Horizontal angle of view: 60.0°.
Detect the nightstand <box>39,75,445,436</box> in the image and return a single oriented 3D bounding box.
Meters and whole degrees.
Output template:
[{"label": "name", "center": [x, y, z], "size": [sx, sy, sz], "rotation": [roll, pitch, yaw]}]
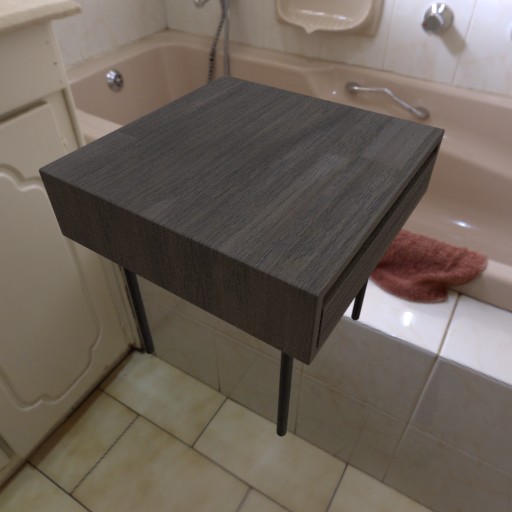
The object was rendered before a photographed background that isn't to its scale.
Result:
[{"label": "nightstand", "center": [0.000, 0.000, 0.923], "size": [0.503, 0.497, 0.502], "rotation": [24, 47, 24]}]
